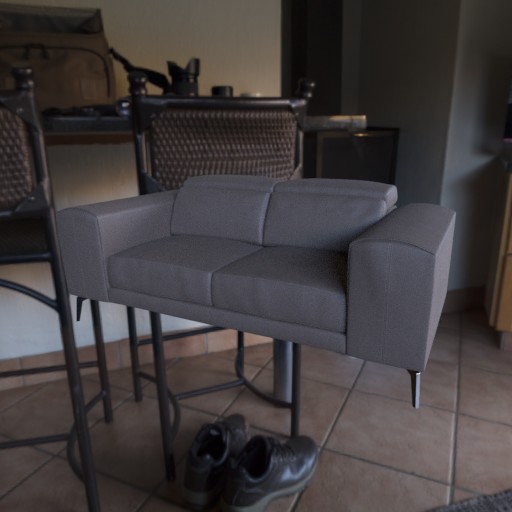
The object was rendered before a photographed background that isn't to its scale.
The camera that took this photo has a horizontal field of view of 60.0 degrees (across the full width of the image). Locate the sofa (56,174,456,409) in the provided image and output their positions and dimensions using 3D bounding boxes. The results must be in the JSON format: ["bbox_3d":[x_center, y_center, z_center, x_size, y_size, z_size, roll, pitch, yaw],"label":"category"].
[{"bbox_3d":[0.000,0.000,2.380,1.895,0.779,1.003,8,17,26],"label":"sofa"}]
